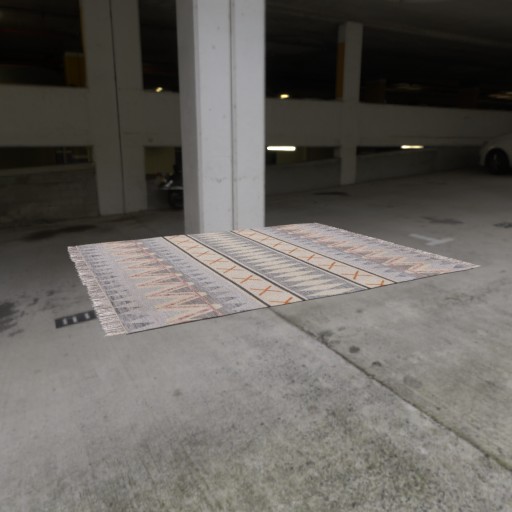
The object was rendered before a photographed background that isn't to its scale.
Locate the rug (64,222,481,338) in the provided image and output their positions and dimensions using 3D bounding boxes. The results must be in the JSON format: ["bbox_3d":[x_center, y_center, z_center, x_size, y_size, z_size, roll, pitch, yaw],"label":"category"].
[{"bbox_3d":[0.000,0.000,3.973,3.000,0.012,2.371,-7,16,-27],"label":"rug"}]
